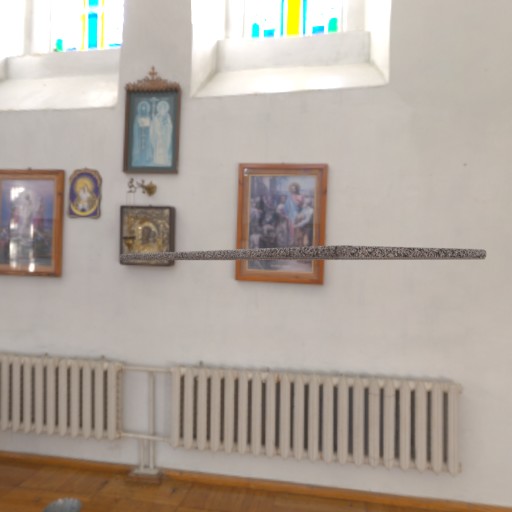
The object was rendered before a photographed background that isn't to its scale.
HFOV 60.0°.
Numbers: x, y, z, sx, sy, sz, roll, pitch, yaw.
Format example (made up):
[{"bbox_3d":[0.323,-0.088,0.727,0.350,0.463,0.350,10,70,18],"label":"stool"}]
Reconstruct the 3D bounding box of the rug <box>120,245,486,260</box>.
[{"bbox_3d":[0.000,0.000,1.757,0.609,0.030,1.524,0,-1,-35],"label":"rug"}]
